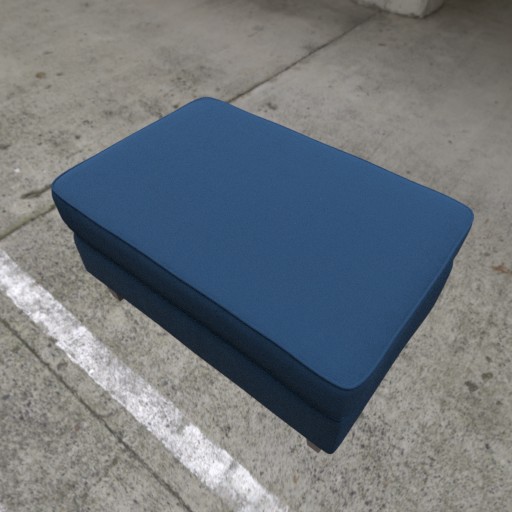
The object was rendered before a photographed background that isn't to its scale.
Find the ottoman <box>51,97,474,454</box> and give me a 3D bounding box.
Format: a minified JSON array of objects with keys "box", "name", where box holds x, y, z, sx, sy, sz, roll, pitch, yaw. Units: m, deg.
[{"box":[0.000,0.000,1.178,0.862,0.484,0.583,30,55,25],"name":"ottoman"}]
